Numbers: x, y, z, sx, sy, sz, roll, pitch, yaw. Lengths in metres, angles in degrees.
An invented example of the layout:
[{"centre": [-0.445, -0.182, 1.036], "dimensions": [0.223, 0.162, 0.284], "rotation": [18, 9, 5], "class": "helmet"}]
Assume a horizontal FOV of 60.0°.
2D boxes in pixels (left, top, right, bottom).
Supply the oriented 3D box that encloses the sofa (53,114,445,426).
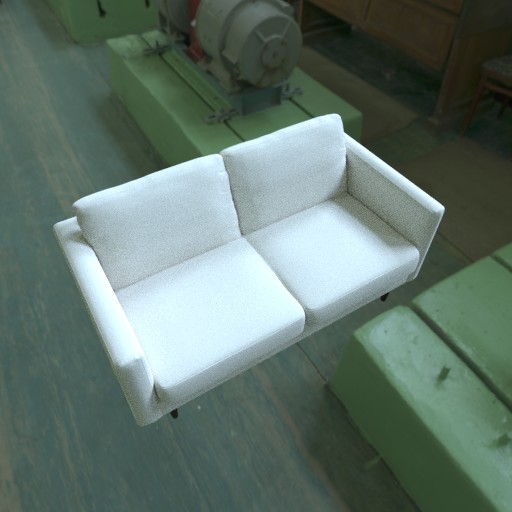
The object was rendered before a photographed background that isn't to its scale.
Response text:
[{"centre": [0.000, 0.000, 2.309], "dimensions": [1.713, 0.893, 0.940], "rotation": [-24, 52, -21], "class": "sofa"}]
